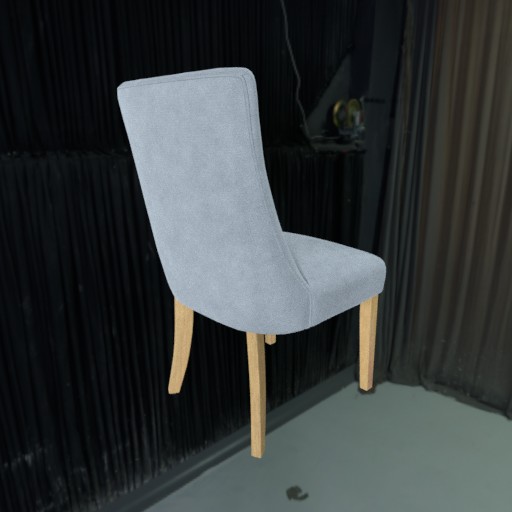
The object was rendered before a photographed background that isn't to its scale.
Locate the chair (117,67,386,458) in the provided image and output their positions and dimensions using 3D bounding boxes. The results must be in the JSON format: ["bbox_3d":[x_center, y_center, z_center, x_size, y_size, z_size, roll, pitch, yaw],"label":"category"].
[{"bbox_3d":[0.000,0.000,1.239,0.610,0.902,0.495,-15,22,-41],"label":"chair"}]
